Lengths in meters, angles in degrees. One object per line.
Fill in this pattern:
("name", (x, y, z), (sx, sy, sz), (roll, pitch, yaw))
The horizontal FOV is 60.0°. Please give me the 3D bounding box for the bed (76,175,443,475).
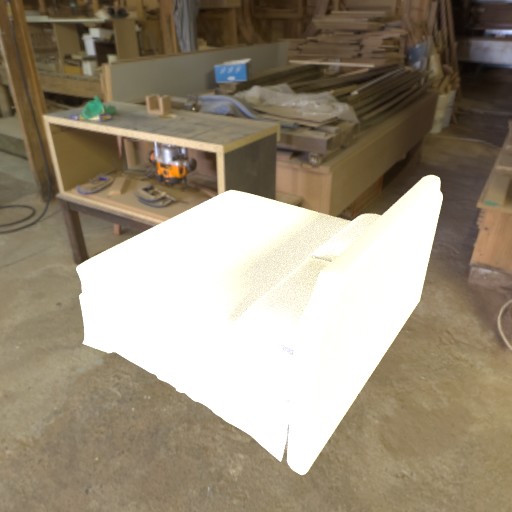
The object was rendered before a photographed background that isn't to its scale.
("bed", (0.000, 0.000, 3.574), (2.204, 1.301, 2.160), (20, 35, 30))
